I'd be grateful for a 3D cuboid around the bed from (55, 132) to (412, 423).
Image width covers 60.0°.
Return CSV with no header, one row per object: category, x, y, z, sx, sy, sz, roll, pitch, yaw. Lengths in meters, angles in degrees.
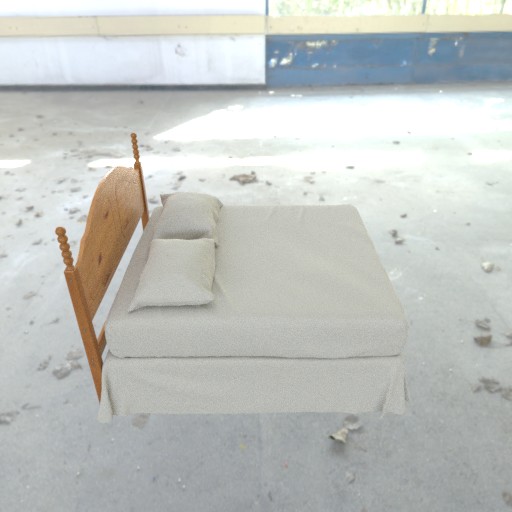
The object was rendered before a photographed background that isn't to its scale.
bed,0.000,0.000,3.255,2.040,1.356,1.873,0,32,0
